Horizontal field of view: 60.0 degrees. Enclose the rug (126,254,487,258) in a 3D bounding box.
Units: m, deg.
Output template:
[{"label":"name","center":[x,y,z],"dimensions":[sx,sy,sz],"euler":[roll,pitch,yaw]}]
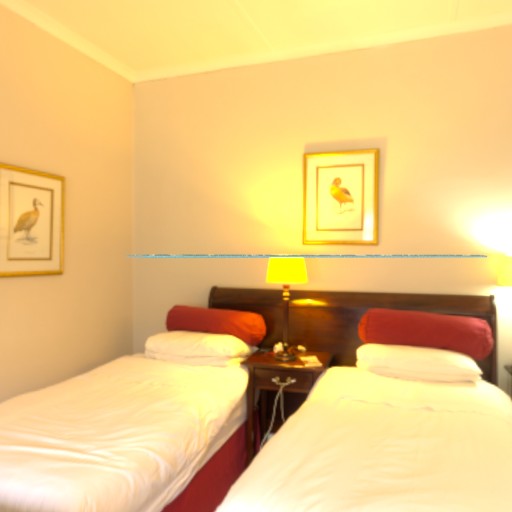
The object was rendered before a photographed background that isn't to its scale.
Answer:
[{"label":"rug","center":[0.000,0.000,2.873],"dimensions":[1.554,0.012,2.205],"euler":[0,0,-18]}]
